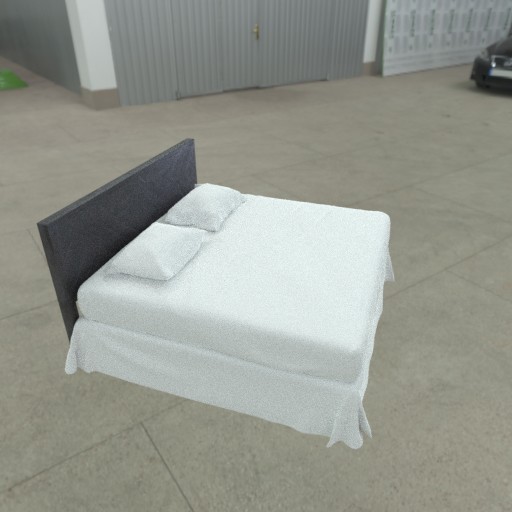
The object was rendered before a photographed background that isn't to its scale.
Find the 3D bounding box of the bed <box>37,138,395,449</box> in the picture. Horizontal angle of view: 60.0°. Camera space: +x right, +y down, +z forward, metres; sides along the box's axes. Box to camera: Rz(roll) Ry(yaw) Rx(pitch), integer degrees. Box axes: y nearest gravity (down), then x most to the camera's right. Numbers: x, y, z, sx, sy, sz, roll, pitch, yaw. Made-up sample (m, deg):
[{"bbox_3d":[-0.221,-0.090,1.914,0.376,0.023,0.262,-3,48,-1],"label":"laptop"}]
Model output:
[{"bbox_3d":[0.000,0.000,3.507,2.165,1.158,2.255,10,32,17],"label":"bed"}]
